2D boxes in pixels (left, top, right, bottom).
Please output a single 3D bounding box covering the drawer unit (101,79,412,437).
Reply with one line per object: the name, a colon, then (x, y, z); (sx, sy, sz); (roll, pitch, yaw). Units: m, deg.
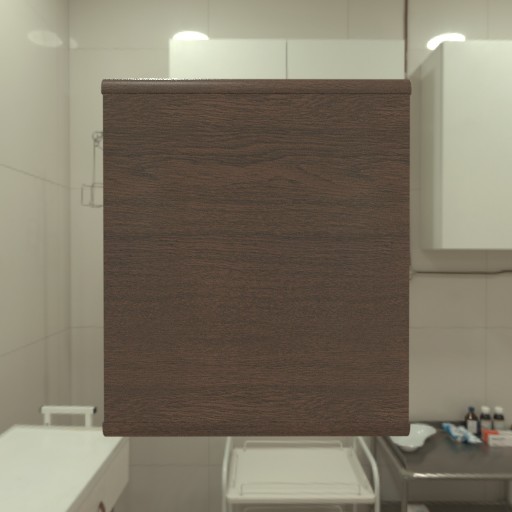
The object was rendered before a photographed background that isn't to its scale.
drawer unit: (0.000, 0.000, 0.586); (0.290, 0.344, 0.344); (0, 1, 0)
